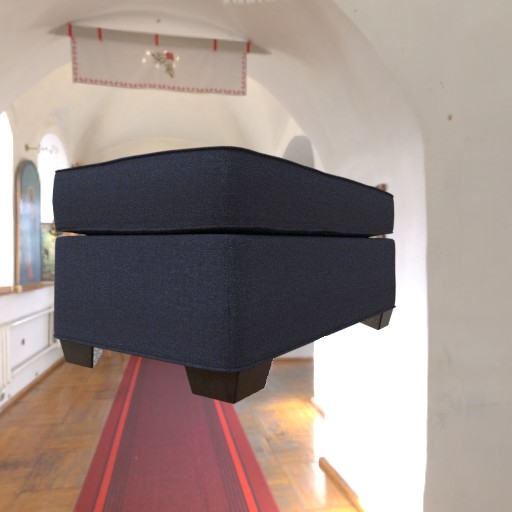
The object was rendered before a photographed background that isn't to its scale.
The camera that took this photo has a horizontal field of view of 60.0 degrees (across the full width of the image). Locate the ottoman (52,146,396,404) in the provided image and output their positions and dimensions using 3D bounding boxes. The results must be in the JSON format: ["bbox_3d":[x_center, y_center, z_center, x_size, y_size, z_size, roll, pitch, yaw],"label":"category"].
[{"bbox_3d":[0.000,0.000,1.175,0.505,0.453,0.895,1,2,34],"label":"ottoman"}]
